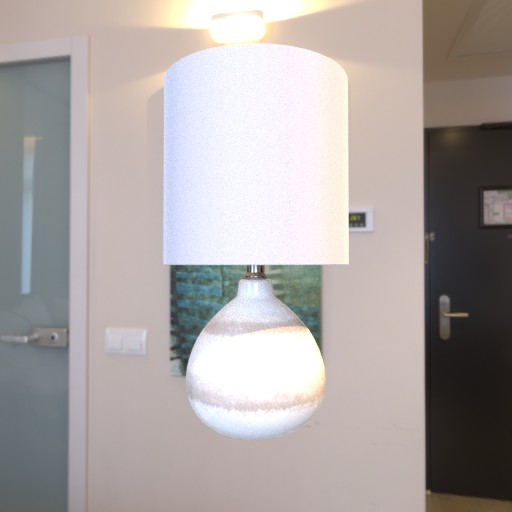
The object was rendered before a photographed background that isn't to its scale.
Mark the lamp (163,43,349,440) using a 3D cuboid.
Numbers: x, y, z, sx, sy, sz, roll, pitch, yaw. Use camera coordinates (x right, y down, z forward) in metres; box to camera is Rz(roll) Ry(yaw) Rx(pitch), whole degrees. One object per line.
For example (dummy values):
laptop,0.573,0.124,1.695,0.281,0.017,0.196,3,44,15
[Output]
lamp,0.000,0.000,0.529,0.217,0.404,0.217,0,-1,-18
